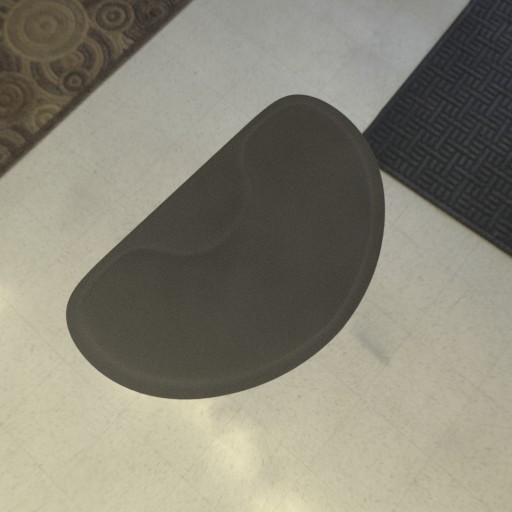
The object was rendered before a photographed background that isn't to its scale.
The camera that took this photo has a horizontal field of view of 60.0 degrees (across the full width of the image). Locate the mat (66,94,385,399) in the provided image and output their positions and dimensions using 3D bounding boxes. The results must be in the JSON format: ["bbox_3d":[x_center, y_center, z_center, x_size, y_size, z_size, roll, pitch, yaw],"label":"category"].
[{"bbox_3d":[0.000,0.000,1.846,0.913,0.013,1.524,42,79,11],"label":"mat"}]
